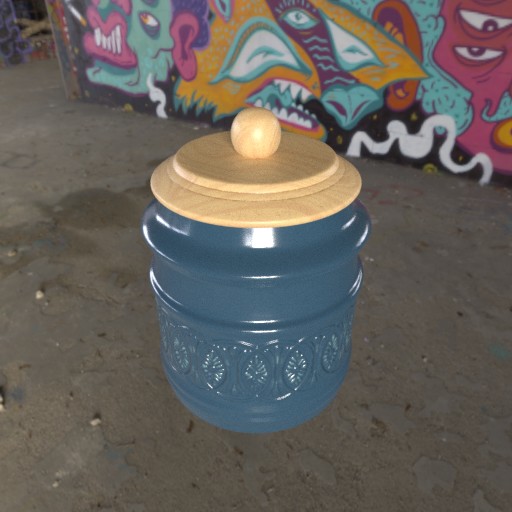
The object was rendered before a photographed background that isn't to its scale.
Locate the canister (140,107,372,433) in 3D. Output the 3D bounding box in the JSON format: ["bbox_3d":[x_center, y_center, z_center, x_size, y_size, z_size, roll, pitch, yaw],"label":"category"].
[{"bbox_3d":[0.000,0.000,0.270,0.130,0.176,0.130,0,33,0],"label":"canister"}]
